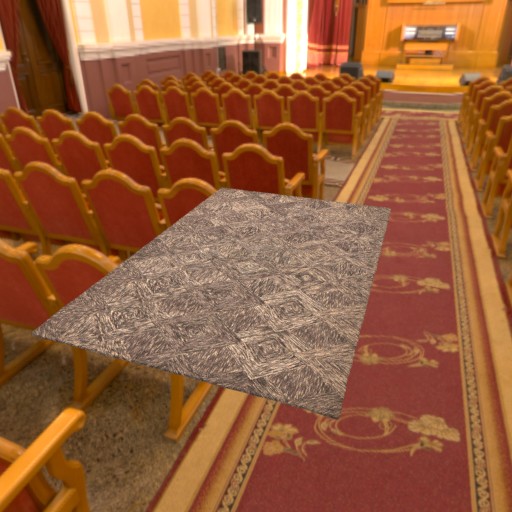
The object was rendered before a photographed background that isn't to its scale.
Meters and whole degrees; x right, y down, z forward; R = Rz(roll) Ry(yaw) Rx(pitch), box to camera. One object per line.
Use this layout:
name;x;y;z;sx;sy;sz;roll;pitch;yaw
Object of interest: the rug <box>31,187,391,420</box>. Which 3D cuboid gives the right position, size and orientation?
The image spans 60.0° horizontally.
rug;0.000;0.000;2.257;1.189;0.011;1.808;10;29;18
